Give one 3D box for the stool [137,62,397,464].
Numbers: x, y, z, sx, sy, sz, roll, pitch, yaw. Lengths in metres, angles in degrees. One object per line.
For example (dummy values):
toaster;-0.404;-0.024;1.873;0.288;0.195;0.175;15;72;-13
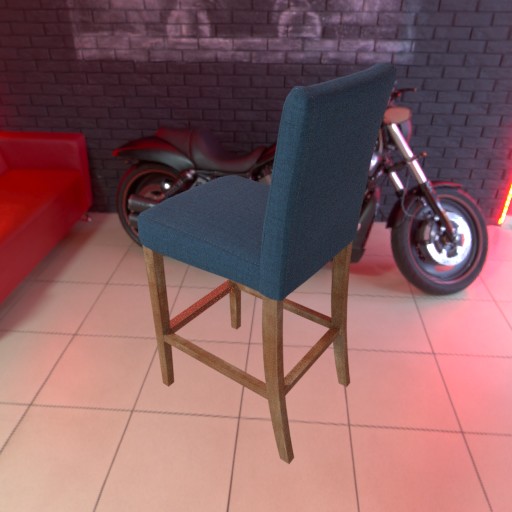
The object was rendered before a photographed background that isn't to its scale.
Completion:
stool;0.000;0.000;1.348;0.574;1.088;0.454;21;37;31
